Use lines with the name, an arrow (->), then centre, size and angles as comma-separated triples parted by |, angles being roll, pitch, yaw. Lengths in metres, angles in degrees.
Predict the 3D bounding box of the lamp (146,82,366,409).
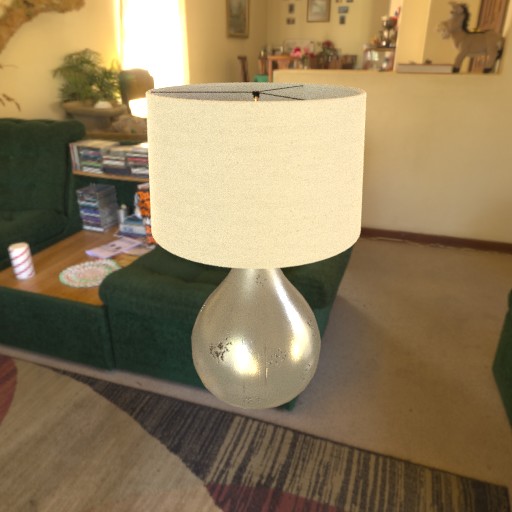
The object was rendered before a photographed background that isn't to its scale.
lamp -> 0.000, 0.000, 0.741 | 0.330, 0.521, 0.330 | 0, 25, 0
